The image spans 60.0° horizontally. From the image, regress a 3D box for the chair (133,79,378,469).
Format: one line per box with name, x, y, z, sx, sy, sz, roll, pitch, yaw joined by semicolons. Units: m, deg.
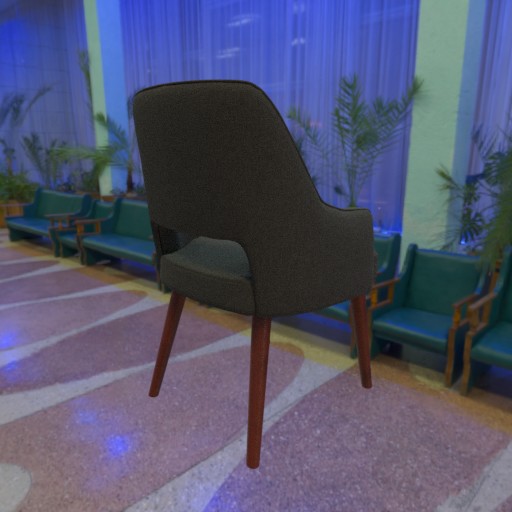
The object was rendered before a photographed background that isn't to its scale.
chair;0.000;0.000;1.210;0.559;0.838;0.560;14;20;43
